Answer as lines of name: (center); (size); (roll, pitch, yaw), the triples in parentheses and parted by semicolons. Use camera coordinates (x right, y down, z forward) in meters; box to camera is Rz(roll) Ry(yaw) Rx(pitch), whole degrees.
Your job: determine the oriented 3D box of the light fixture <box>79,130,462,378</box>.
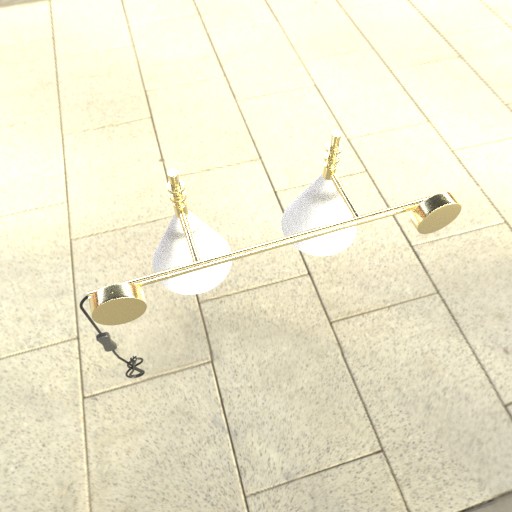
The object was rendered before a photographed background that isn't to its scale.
light fixture: (0.000, 0.000, 0.872); (0.642, 0.468, 0.239); (-16, 59, -10)
